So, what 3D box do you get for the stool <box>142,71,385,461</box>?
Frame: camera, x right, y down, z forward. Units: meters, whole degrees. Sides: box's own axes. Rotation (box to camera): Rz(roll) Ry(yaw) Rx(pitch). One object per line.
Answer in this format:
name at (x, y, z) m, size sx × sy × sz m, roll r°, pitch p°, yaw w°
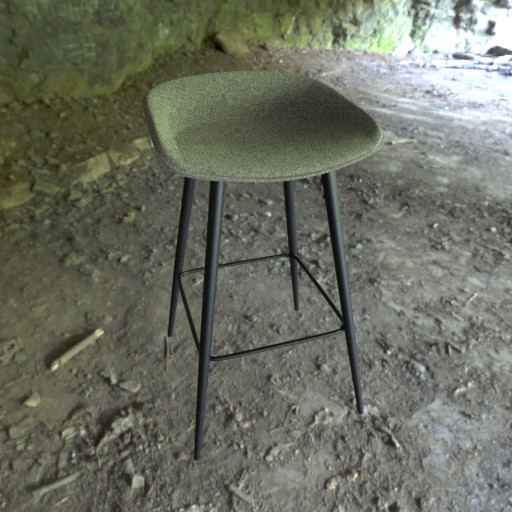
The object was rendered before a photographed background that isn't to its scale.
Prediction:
stool at (0.000, 0.000, 1.125) m, size 0.469 × 0.814 × 0.480 m, roll -10°, pitch 33°, yaw -15°
